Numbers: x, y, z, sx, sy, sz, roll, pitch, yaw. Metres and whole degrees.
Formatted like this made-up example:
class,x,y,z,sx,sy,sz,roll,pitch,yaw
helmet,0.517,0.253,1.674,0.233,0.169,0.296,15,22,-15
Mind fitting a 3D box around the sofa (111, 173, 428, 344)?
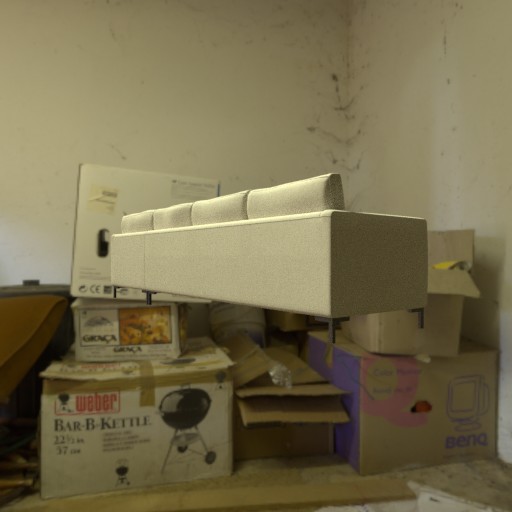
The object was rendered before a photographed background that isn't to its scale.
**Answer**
class,x,y,z,sx,sy,sz,roll,pitch,yaw
sofa,0.000,0.000,2.961,1.126,0.677,2.445,0,0,-37
